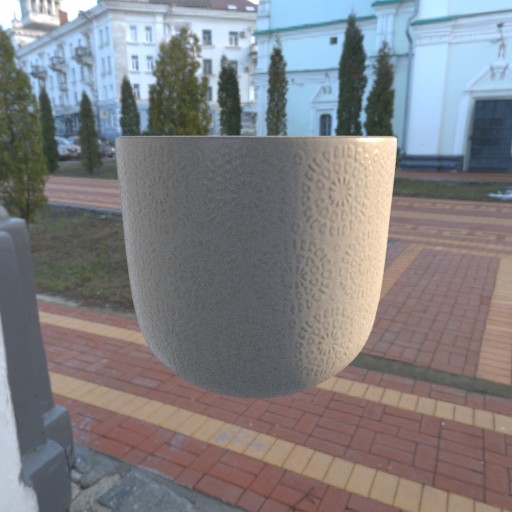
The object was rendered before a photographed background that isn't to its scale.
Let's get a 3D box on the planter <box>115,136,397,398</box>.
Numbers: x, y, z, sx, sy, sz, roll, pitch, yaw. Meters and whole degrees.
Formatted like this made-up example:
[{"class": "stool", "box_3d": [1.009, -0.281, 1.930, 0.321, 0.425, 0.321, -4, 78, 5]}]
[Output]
[{"class": "planter", "box_3d": [0.000, 0.000, 0.365, 0.208, 0.190, 0.208, 0, 15, 0]}]
